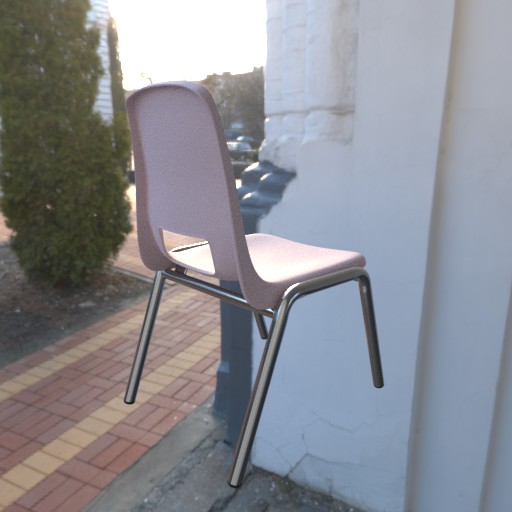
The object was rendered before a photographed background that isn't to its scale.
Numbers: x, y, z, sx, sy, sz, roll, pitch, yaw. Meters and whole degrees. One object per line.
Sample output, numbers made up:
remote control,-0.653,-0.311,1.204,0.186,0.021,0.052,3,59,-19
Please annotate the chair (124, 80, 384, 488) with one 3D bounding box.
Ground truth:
chair,0.000,0.000,0.836,0.354,0.586,0.423,14,20,43
